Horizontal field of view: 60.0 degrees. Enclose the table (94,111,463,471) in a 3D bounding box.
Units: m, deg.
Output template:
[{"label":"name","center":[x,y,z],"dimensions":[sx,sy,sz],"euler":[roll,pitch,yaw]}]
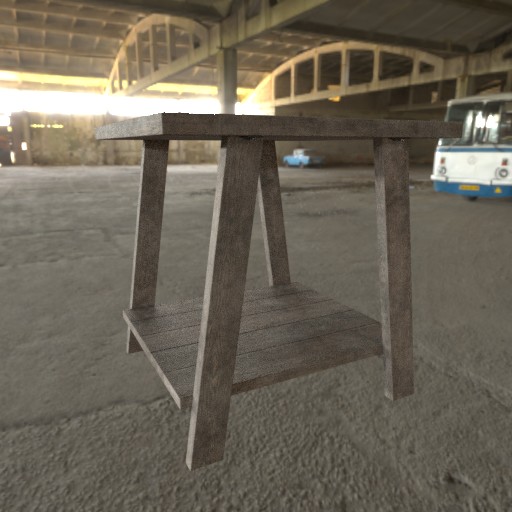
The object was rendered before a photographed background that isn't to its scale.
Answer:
[{"label":"table","center":[0.000,0.000,1.076],"dimensions":[0.610,0.610,0.610],"euler":[-7,16,-27]}]
